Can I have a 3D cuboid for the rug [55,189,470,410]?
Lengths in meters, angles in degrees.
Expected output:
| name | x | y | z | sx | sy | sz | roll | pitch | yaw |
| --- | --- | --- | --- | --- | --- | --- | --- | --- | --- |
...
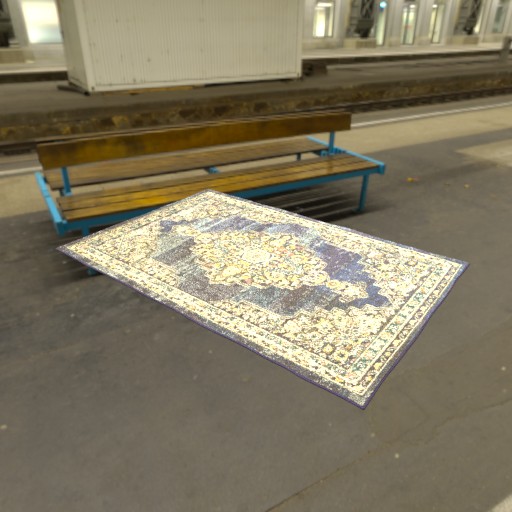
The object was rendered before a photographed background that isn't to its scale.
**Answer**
| name | x | y | z | sx | sy | sz | roll | pitch | yaw |
| --- | --- | --- | --- | --- | --- | --- | --- | --- | --- |
| rug | 0.000 | 0.000 | 2.270 | 1.781 | 0.012 | 1.184 | 20 | 34 | 33 |
